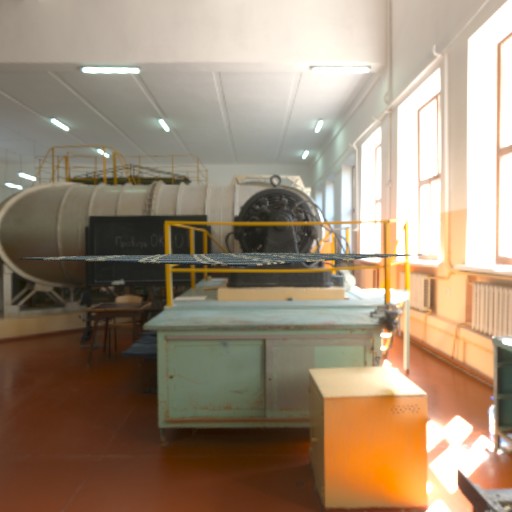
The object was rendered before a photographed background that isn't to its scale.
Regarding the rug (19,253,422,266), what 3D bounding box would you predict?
[{"bbox_3d":[0.000,0.000,2.185,1.153,0.010,1.755,1,2,35],"label":"rug"}]
